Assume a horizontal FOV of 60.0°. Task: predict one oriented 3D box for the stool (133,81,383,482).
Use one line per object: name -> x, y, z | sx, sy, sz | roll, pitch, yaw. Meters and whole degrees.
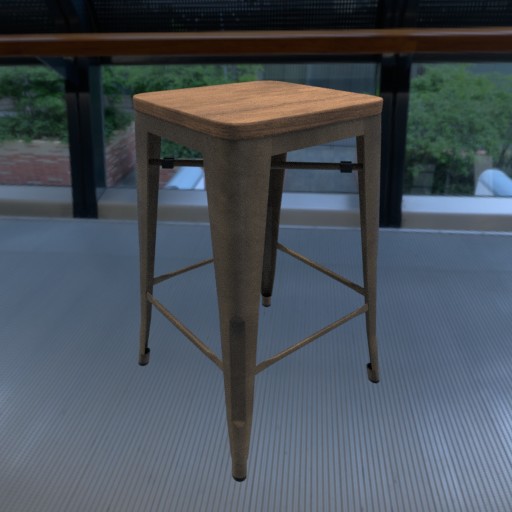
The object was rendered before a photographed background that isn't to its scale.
stool -> 0.000, 0.000, 0.888 | 0.407, 0.607, 0.407 | -21, 35, -33
